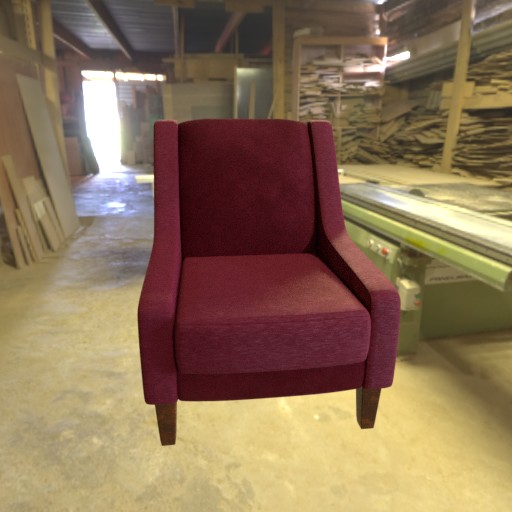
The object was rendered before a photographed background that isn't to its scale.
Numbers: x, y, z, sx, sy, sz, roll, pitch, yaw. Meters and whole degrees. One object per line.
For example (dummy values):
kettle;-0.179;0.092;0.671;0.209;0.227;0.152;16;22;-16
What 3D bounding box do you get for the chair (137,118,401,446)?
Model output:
chair;0.000;0.000;1.692;0.793;1.017;0.985;-2;16;-7
